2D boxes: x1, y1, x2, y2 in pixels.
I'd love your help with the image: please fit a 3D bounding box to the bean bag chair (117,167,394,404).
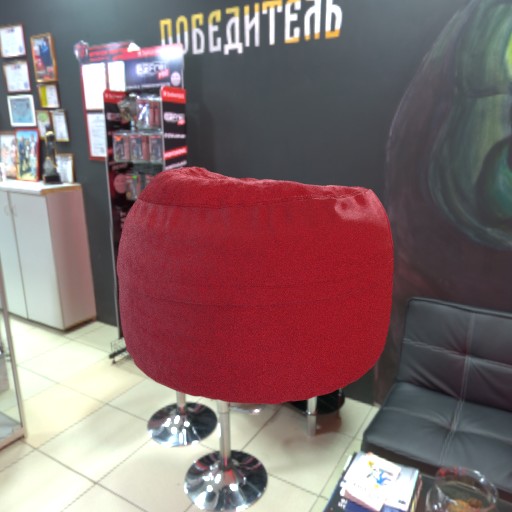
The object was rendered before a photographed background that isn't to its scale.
[{"bbox_3d":[0.000,0.000,2.026,1.218,0.788,1.218,0,15,0],"label":"bean bag chair"}]
